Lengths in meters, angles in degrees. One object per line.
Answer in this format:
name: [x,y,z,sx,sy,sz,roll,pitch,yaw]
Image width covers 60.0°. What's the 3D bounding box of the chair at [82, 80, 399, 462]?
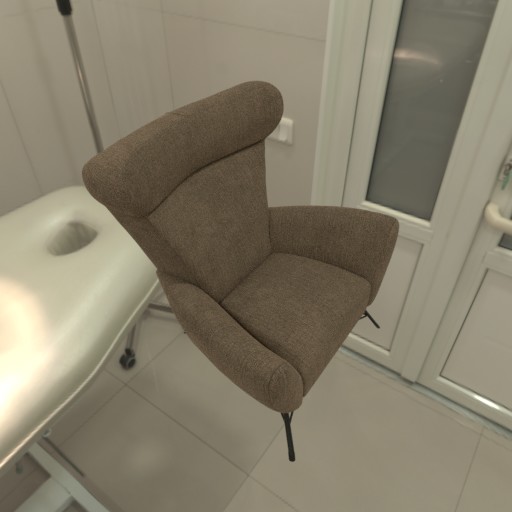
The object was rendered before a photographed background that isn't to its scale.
chair: [0.000,0.000,1.761,0.900,1.040,0.980,25,46,26]
